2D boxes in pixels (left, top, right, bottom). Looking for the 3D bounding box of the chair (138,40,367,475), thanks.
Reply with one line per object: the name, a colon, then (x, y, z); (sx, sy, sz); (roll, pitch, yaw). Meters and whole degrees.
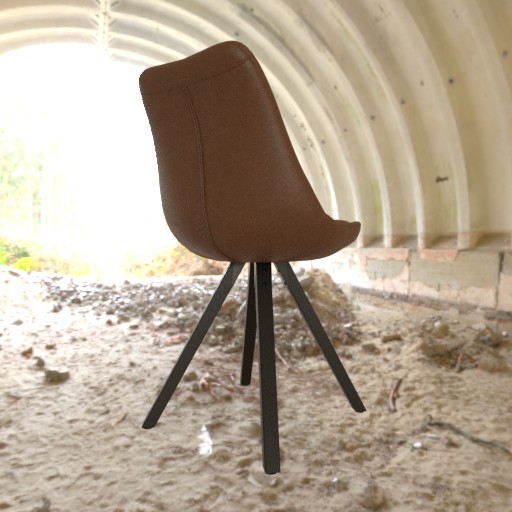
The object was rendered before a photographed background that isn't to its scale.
chair: (0.000, 0.000, 1.147); (0.475, 0.850, 0.550); (1, 1, 36)
